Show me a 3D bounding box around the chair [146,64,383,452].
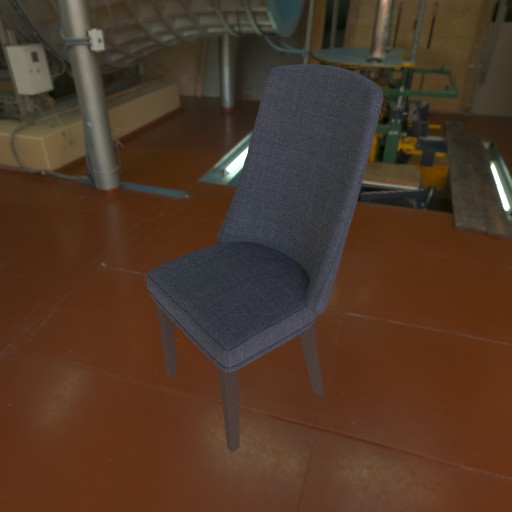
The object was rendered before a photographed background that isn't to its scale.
[{"bbox_3d":[0.000,0.000,1.386,0.577,1.050,0.510,-23,39,-32],"label":"chair"}]
